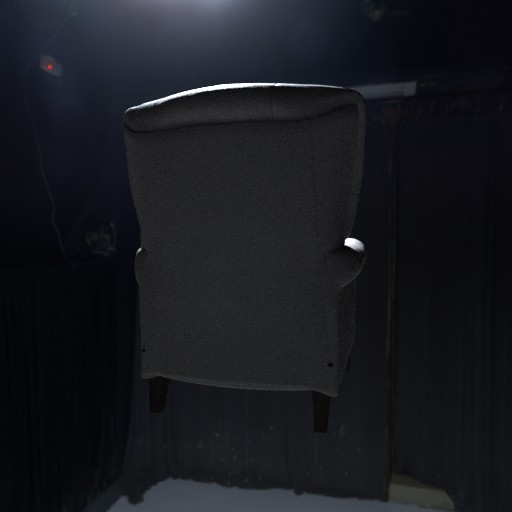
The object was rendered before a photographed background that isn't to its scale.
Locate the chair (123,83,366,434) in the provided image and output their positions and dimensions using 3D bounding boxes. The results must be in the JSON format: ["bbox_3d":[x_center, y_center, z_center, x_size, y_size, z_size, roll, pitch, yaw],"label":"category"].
[{"bbox_3d":[0.000,0.000,1.913,0.942,1.209,1.025,1,2,17],"label":"chair"}]
